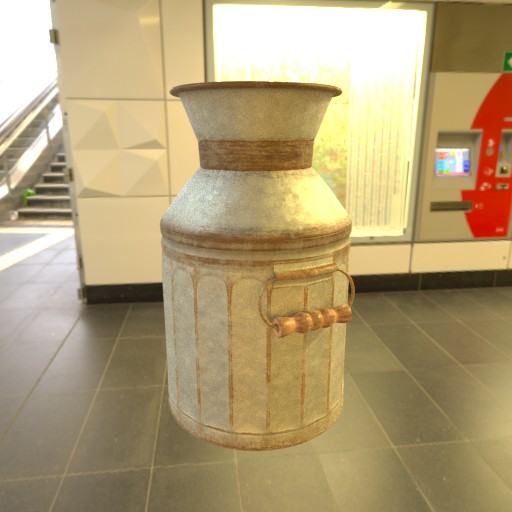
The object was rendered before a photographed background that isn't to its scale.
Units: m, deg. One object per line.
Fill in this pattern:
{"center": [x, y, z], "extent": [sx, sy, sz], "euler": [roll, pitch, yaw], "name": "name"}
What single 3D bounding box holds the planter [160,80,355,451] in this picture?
{"center": [0.000, 0.000, 0.508], "extent": [0.215, 0.358, 0.248], "euler": [-8, 17, -26], "name": "planter"}
